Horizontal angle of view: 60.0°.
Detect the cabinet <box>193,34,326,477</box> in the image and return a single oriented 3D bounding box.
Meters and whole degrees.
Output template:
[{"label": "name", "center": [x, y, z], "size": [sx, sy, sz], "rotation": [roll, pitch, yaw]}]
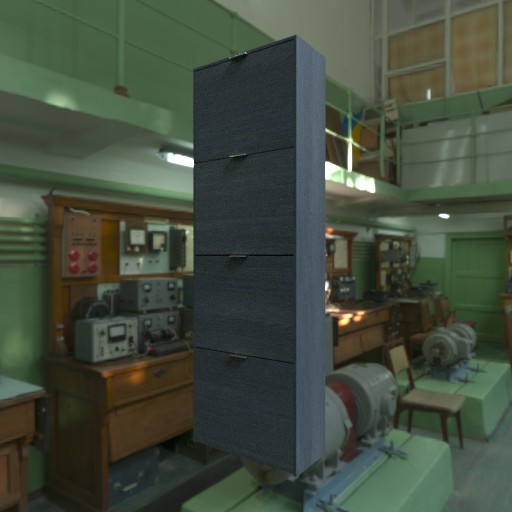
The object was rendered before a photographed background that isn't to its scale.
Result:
[{"label": "cabinet", "center": [0.000, 0.000, 1.869], "size": [0.520, 1.630, 0.255], "rotation": [0, 0, 36]}]
